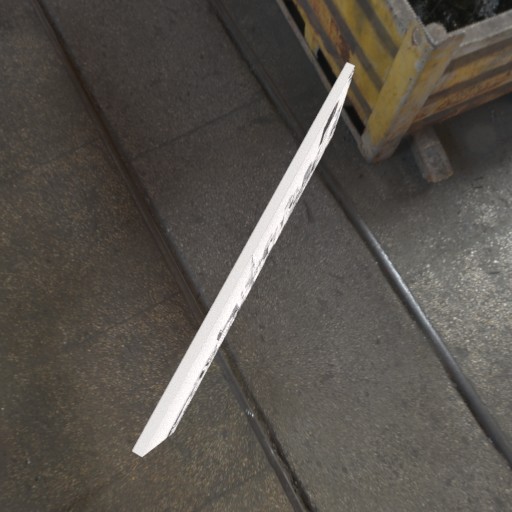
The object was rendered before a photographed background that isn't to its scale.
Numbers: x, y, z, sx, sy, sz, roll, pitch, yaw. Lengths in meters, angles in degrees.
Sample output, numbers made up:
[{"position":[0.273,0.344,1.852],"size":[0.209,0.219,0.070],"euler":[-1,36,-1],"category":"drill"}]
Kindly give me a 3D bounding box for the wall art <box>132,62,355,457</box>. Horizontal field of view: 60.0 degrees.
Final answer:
[{"position":[0.000,0.000,1.730],"size":[0.039,0.507,1.520],"euler":[27,77,7],"category":"wall art"}]
